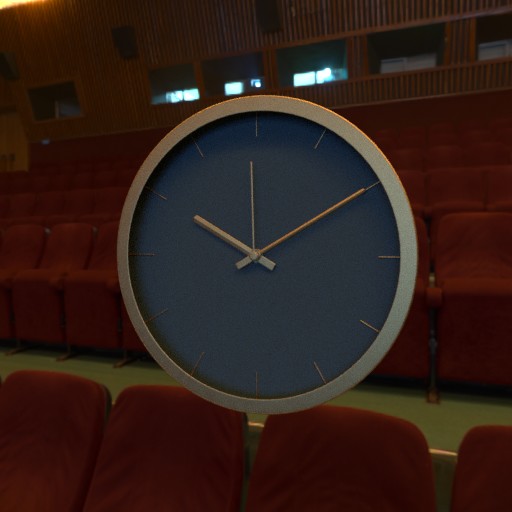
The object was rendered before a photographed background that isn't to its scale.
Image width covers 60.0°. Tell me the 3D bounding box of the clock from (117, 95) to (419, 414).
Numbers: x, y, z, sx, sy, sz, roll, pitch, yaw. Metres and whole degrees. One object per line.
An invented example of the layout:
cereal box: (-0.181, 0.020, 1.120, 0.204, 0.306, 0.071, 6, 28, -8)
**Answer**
clock: (0.000, 0.000, 0.455, 0.314, 0.314, 0.040, 1, 2, 20)
